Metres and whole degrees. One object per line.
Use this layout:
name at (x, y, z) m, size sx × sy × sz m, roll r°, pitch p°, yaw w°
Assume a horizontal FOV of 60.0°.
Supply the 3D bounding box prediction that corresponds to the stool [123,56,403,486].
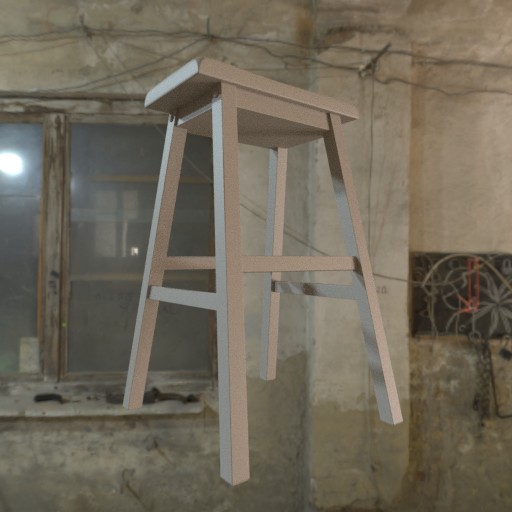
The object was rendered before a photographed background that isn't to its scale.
stool at (0.000, 0.000, 1.035) m, size 0.457 × 0.737 × 0.476 m, roll 0°, pitch 0°, yaw -37°
